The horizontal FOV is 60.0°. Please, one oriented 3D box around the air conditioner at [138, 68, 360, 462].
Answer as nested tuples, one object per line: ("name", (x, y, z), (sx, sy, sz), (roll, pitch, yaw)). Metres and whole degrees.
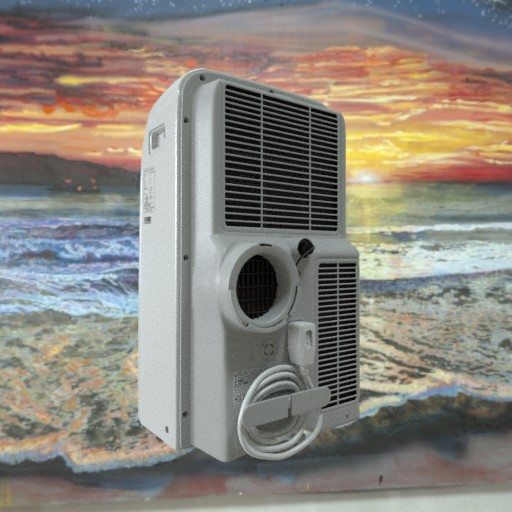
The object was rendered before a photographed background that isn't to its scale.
("air conditioner", (0.000, 0.000, 1.030), (0.449, 0.786, 0.414), (0, 0, -36))
